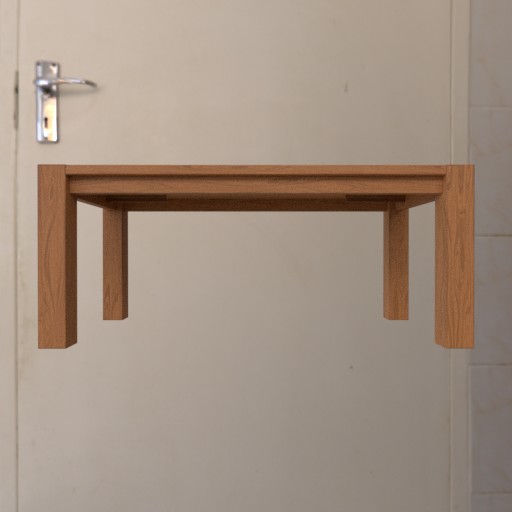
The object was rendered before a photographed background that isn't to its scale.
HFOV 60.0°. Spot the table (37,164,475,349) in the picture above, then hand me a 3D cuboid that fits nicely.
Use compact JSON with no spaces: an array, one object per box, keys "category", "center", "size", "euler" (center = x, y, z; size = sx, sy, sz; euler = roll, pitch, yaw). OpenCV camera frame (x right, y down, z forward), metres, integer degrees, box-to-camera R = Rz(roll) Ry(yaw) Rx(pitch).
[{"category":"table","center":[0.000,0.000,2.275],"size":[1.800,0.760,0.900],"euler":[0,0,0]}]
